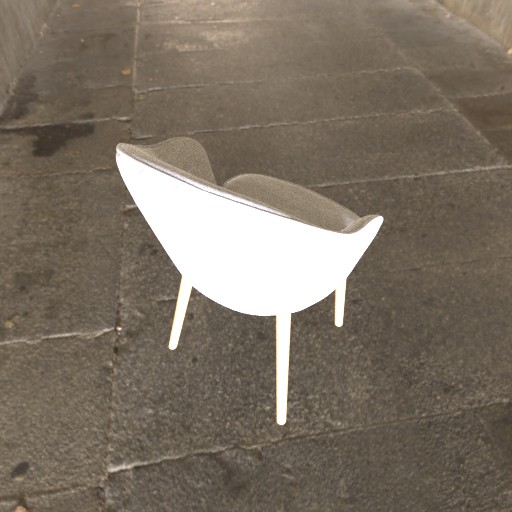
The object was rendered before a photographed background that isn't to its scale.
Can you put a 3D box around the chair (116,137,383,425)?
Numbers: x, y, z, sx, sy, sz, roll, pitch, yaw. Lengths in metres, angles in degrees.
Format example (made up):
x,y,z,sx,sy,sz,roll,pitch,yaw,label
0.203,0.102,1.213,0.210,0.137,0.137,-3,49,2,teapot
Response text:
x,y,z,sx,sy,sz,roll,pitch,yaw,label
0.000,0.000,1.146,0.540,0.800,0.530,27,51,24,chair
